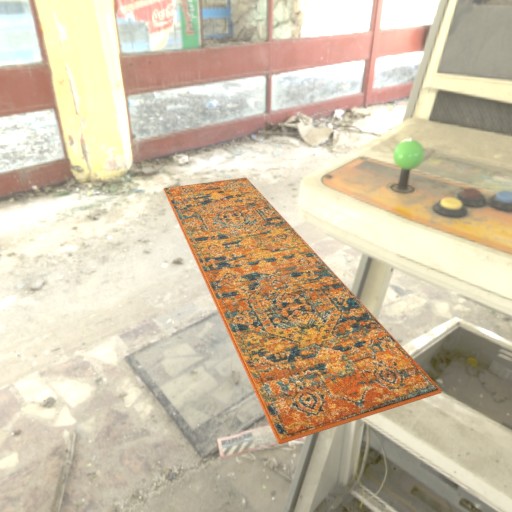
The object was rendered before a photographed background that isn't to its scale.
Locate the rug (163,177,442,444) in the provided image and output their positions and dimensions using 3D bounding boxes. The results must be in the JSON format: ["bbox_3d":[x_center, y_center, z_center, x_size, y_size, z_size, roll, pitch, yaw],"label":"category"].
[{"bbox_3d":[0.000,0.000,2.452,0.651,0.016,2.274,-10,33,-17],"label":"rug"}]
